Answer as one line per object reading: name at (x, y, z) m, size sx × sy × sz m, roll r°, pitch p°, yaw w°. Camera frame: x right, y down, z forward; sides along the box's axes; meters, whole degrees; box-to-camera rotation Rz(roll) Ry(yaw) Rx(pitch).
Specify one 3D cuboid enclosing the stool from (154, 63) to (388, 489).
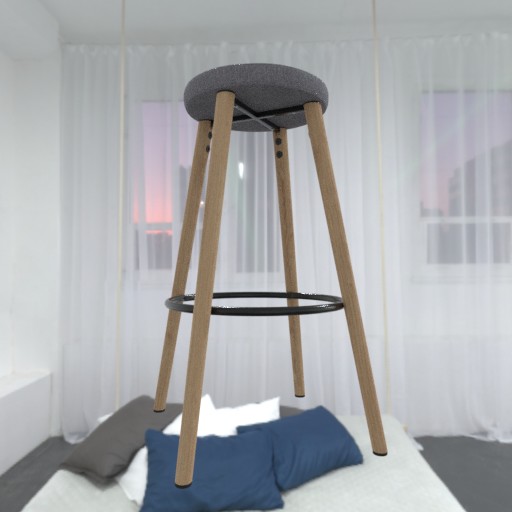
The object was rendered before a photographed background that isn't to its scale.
stool at (0.000, 0.000, 0.987) m, size 0.410 × 0.770 × 0.410 m, roll 0°, pitch -1°, yaw -18°
